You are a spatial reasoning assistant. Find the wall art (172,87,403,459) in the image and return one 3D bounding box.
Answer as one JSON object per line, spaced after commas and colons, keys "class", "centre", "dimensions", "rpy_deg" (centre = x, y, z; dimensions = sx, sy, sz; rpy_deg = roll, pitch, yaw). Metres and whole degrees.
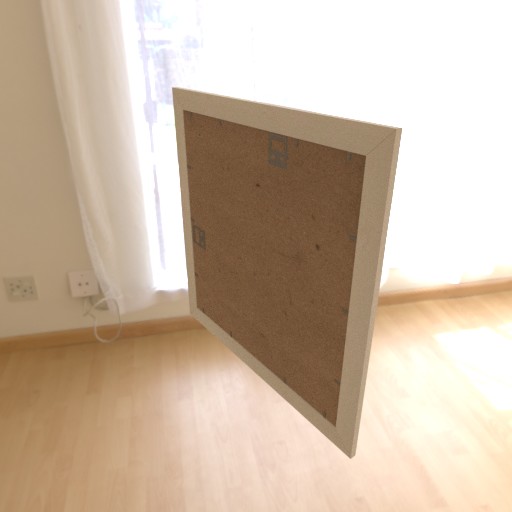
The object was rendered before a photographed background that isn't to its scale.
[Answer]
{"class": "wall art", "centre": [0.000, 0.000, 0.885], "dimensions": [0.013, 0.584, 0.584], "rpy_deg": [-19, 32, -33]}
